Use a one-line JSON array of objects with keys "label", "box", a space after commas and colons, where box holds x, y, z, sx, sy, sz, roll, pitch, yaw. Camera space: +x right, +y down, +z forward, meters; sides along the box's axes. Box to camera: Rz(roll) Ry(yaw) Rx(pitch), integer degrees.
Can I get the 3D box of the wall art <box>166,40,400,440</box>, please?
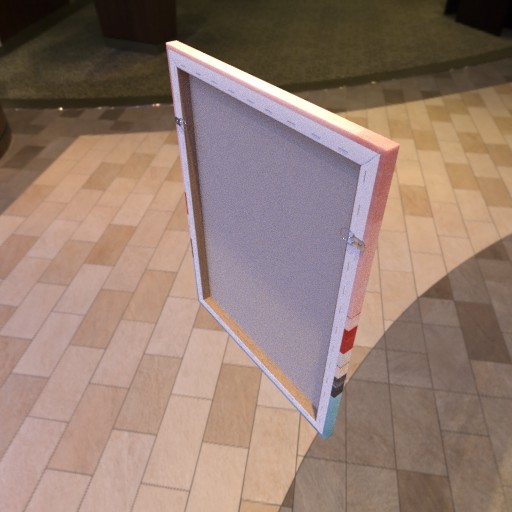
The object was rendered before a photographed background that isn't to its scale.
[{"label": "wall art", "box": [0.000, 0.000, 1.310, 0.039, 1.016, 0.761, -27, 48, -27]}]
